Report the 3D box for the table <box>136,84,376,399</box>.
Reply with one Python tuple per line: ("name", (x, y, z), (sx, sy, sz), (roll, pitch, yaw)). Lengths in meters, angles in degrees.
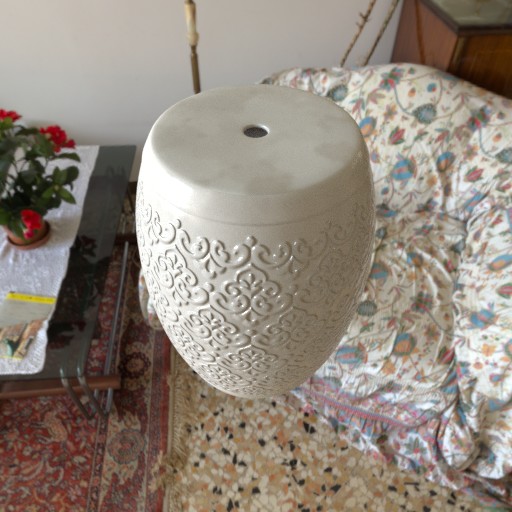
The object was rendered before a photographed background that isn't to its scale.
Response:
("table", (0.000, 0.000, 0.624), (0.309, 0.397, 0.309), (0, 46, 0))
